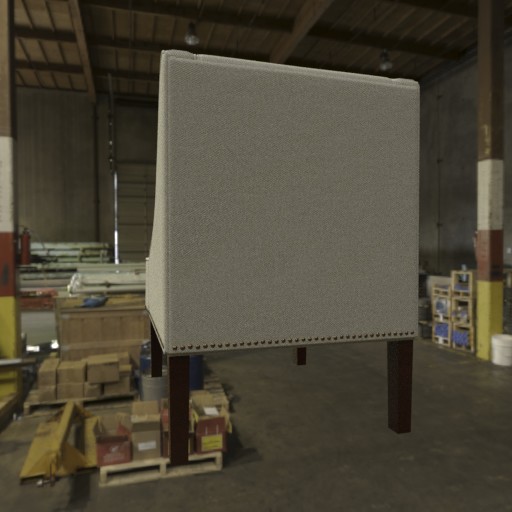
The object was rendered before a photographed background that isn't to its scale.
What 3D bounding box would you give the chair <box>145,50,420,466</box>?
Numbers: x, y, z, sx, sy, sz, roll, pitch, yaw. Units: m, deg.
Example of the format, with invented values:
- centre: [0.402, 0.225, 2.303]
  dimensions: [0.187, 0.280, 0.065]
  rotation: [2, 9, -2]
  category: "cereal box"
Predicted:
- centre: [0.000, 0.000, 1.343]
  dimensions: [0.628, 0.872, 0.748]
  rotation: [0, 1, -17]
  category: "chair"
